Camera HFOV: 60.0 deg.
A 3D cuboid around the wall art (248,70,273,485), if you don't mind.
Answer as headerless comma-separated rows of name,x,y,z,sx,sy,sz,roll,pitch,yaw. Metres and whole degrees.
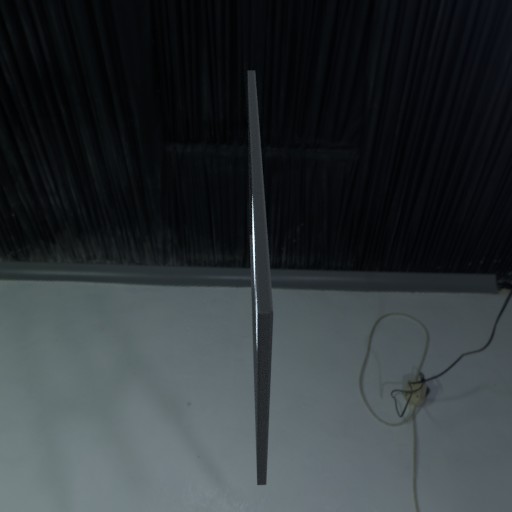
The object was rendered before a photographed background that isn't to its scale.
wall art,0.000,0.000,1.231,0.049,0.659,0.964,0,43,0
